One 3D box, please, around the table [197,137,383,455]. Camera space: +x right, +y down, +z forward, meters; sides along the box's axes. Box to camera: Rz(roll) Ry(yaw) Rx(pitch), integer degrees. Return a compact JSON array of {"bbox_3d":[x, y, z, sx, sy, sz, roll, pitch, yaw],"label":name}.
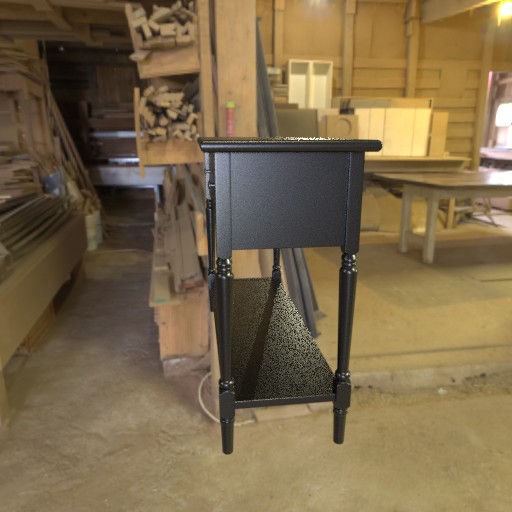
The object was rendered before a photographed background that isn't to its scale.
[{"bbox_3d":[0.000,0.000,1.591,0.386,0.819,1.191,-2,15,-7],"label":"table"}]
